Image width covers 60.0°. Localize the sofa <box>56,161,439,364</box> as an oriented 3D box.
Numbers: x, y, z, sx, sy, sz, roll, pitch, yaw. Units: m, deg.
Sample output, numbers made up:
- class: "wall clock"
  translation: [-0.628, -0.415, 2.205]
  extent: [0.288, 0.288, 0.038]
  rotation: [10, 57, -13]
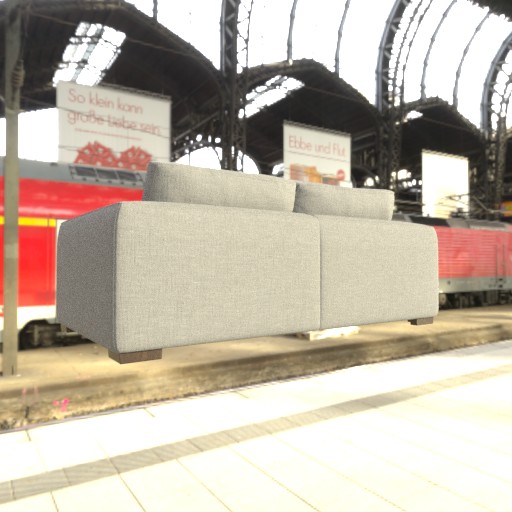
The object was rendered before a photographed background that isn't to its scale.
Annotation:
- class: "sofa"
  translation: [0.000, 0.000, 2.496]
  extent: [1.920, 0.800, 1.069]
  rotation: [1, -1, -35]
